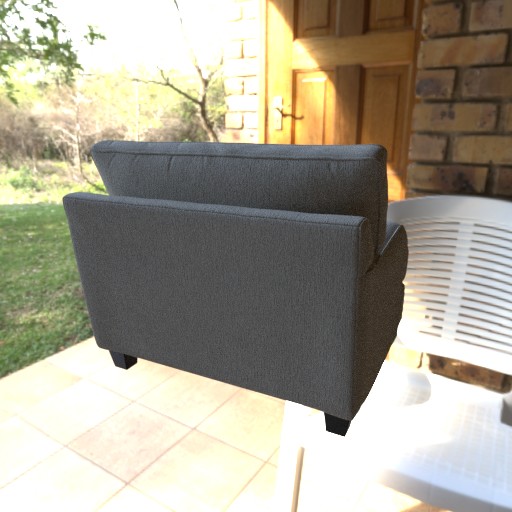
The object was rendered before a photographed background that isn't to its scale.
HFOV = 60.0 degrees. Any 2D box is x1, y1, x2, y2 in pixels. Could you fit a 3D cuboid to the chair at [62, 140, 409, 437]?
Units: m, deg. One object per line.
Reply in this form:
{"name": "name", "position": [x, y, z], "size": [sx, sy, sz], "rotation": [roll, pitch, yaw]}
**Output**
{"name": "chair", "position": [0.000, 0.000, 1.997], "size": [1.220, 1.016, 1.041], "rotation": [8, 18, 26]}
